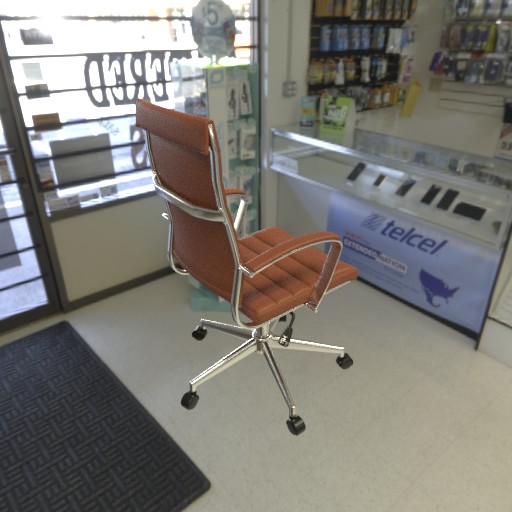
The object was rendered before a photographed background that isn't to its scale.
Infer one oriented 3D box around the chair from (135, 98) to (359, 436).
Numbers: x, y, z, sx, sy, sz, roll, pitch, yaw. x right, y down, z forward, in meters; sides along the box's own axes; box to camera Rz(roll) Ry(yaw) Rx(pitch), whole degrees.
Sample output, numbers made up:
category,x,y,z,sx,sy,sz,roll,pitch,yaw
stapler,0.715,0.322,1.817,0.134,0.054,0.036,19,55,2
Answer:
category,x,y,z,sx,sy,sz,roll,pitch,yaw
chair,0.000,0.000,1.692,0.739,1.149,0.766,-19,33,-32
